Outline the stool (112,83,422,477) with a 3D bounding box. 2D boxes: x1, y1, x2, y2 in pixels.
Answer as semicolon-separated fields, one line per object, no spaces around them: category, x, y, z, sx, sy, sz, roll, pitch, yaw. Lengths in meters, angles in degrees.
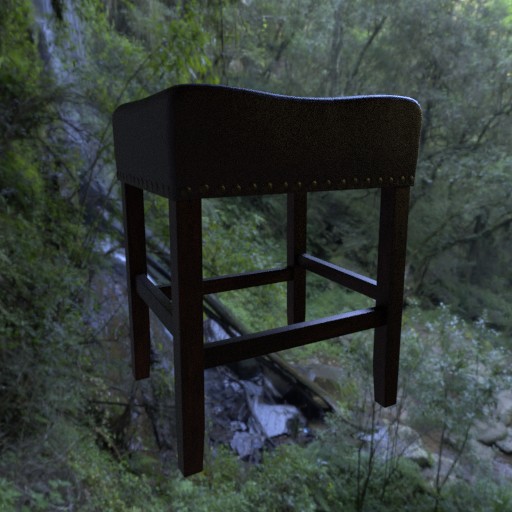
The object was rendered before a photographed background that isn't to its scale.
stool;0.000;0.000;0.908;0.465;0.608;0.397;-7;16;-27
